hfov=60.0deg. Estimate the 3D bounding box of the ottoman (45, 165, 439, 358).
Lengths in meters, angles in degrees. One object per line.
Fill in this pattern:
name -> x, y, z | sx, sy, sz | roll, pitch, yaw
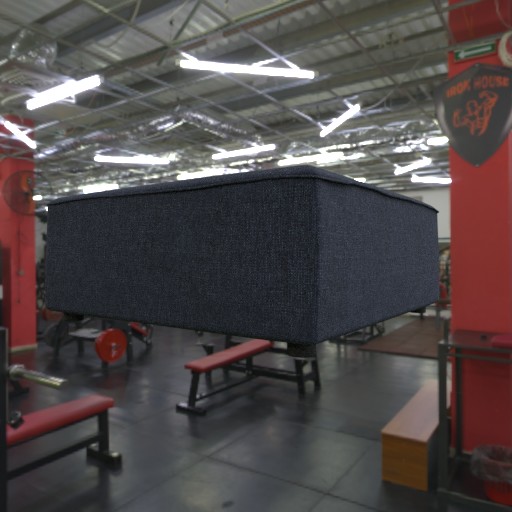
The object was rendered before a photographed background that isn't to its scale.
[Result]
ottoman -> 0.000, 0.000, 1.563 | 1.023, 0.423, 1.017 | 0, 0, 36
